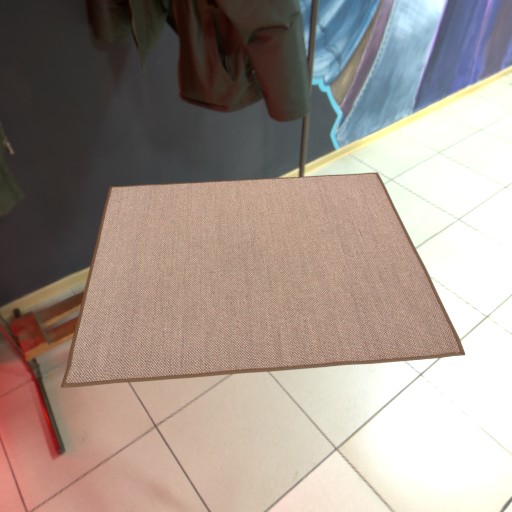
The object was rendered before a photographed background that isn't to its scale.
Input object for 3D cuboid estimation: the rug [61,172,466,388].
[{"bbox_3d":[0.000,0.000,4.125,3.041,0.020,2.413,-4,46,-4],"label":"rug"}]
